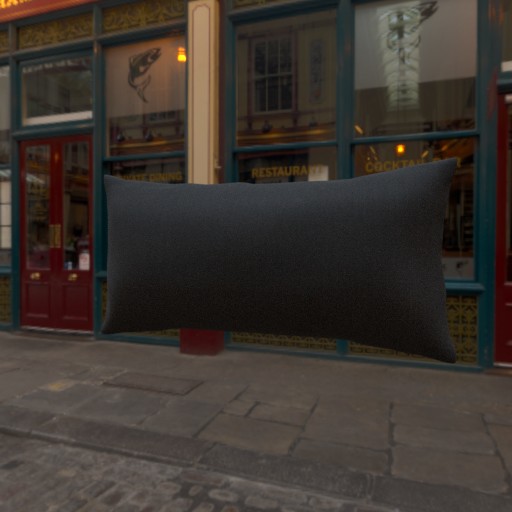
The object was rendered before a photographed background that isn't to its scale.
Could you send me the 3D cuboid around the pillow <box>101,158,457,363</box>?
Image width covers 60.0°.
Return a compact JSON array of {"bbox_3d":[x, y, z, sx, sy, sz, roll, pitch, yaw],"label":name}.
[{"bbox_3d":[0.000,0.000,0.734,0.609,0.305,0.151,0,0,19],"label":"pillow"}]
